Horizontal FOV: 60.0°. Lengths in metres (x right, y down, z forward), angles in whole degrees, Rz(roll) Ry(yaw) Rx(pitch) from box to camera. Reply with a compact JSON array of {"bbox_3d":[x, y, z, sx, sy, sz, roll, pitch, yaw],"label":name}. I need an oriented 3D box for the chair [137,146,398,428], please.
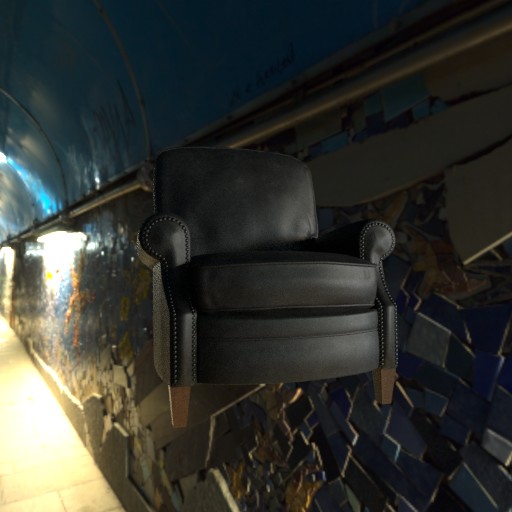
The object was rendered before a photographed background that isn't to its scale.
[{"bbox_3d":[0.000,0.000,1.780,0.936,1.018,0.986,0,0,-17],"label":"chair"}]
